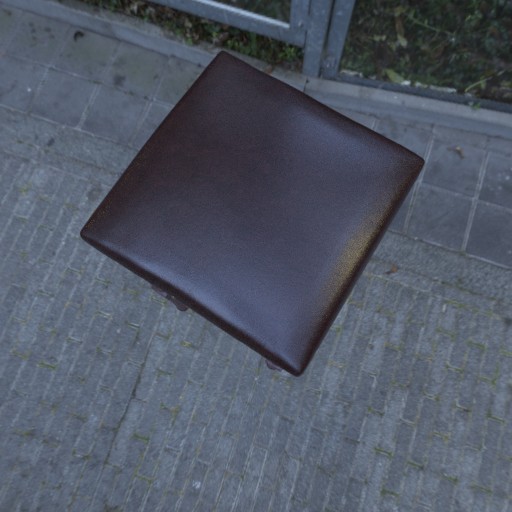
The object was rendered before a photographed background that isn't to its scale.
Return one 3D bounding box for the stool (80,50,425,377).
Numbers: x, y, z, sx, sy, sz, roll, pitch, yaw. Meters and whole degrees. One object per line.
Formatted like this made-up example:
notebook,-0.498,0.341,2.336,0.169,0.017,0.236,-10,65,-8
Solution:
stool,0.000,0.000,0.980,0.382,0.768,0.383,31,77,8
